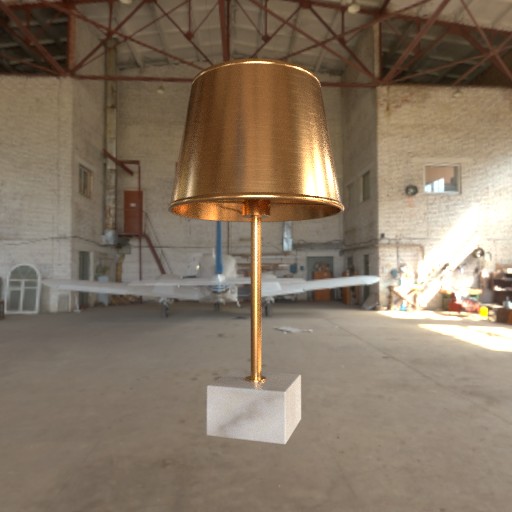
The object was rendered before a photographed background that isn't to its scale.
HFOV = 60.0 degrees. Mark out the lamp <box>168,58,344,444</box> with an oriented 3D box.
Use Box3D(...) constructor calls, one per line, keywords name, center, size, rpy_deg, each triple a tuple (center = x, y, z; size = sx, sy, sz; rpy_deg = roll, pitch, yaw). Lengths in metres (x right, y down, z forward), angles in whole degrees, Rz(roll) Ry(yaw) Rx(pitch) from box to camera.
Box3D(name="lamp", center=(0.000, 0.000, 0.532), size=(0.208, 0.406, 0.208), rpy_deg=(0, -2, 0))
